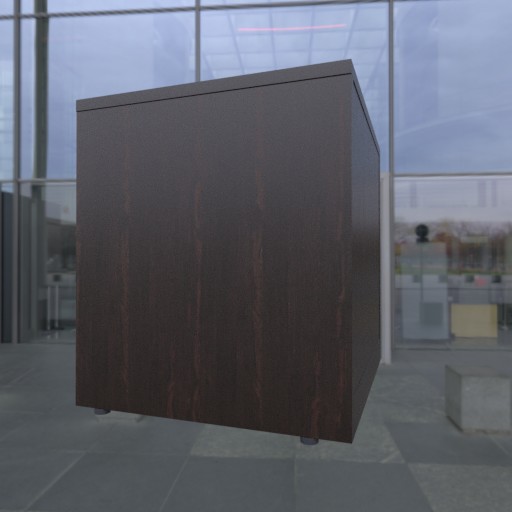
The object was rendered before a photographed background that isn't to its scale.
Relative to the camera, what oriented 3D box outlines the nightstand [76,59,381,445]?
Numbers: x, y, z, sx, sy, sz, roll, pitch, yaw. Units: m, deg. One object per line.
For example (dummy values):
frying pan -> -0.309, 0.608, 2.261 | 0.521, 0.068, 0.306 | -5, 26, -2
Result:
nightstand -> 0.000, 0.000, 0.851 | 0.427, 0.487, 0.489 | 0, 0, 20
